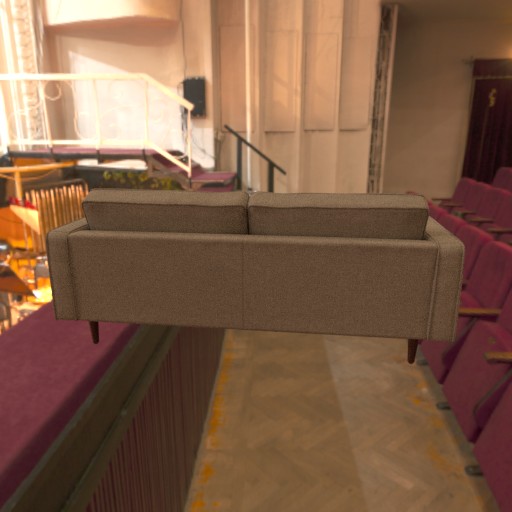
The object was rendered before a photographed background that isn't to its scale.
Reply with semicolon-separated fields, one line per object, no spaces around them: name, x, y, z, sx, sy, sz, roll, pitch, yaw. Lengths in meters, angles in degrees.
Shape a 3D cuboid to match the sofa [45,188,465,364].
sofa;0.000;0.000;2.388;1.879;0.762;0.914;2;16;7
